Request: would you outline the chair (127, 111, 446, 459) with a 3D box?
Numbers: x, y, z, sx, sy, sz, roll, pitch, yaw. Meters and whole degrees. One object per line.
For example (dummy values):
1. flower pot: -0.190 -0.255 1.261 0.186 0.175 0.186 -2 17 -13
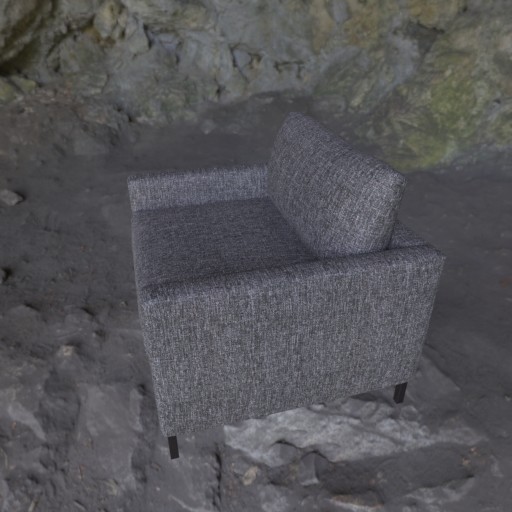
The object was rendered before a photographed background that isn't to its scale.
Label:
1. chair: 0.000 0.000 1.625 0.866 0.861 0.963 -8 31 -14
